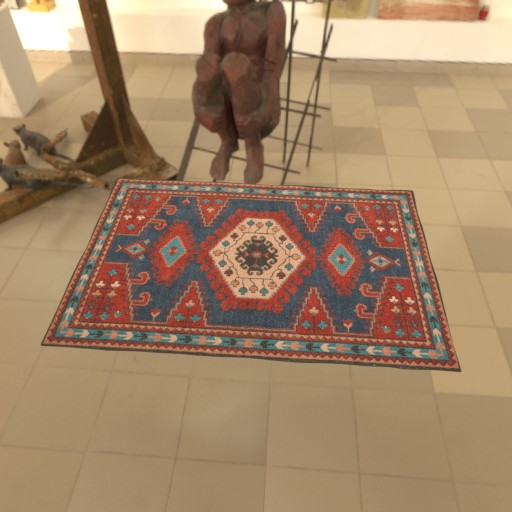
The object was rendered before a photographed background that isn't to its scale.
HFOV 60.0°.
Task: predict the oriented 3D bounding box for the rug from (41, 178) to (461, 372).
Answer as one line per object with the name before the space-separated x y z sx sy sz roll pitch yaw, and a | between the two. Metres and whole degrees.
rug | 0.000 0.000 2.310 1.820 0.012 1.207 3 47 3
